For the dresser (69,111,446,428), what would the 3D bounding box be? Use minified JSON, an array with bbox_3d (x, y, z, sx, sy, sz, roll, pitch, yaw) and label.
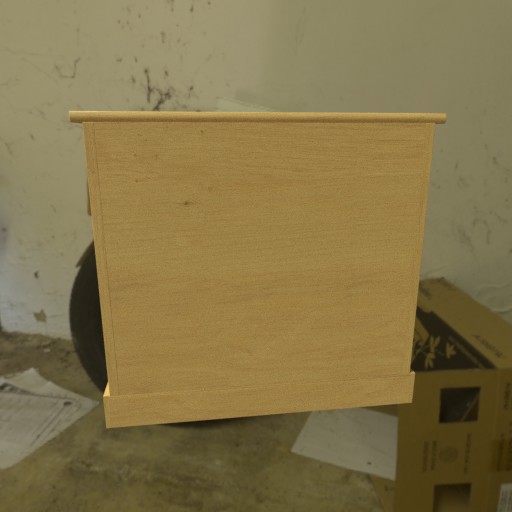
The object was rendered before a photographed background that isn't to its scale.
[{"bbox_3d":[0.000,0.000,1.383,0.915,0.835,0.440,-2,16,-8],"label":"dresser"}]
